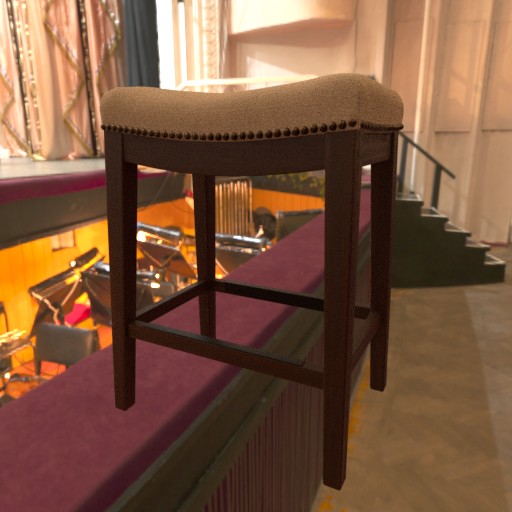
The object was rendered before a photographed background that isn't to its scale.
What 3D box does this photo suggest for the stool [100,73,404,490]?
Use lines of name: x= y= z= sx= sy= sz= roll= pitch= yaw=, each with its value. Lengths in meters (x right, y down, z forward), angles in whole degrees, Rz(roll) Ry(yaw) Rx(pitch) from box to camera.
stool: x=0.000 y=0.000 z=0.921 sx=0.509 sy=0.669 sz=0.363 roll=8 pitch=18 yaw=26
